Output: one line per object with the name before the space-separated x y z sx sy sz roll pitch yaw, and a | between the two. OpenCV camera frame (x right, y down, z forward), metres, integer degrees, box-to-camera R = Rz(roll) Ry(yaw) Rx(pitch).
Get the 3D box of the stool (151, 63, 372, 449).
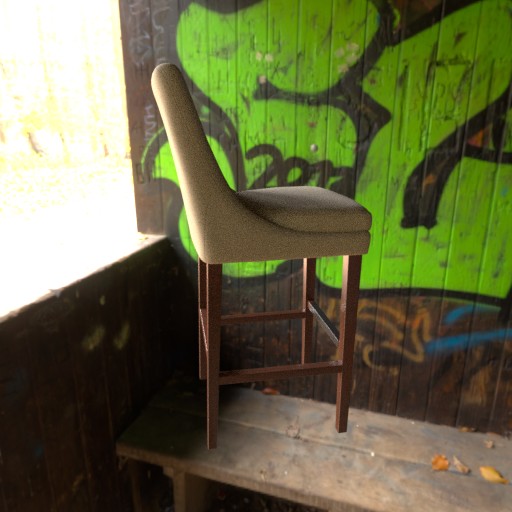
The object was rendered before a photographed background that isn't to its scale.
stool | 0.000 0.000 1.404 0.577 1.078 0.470 -3 17 -10
